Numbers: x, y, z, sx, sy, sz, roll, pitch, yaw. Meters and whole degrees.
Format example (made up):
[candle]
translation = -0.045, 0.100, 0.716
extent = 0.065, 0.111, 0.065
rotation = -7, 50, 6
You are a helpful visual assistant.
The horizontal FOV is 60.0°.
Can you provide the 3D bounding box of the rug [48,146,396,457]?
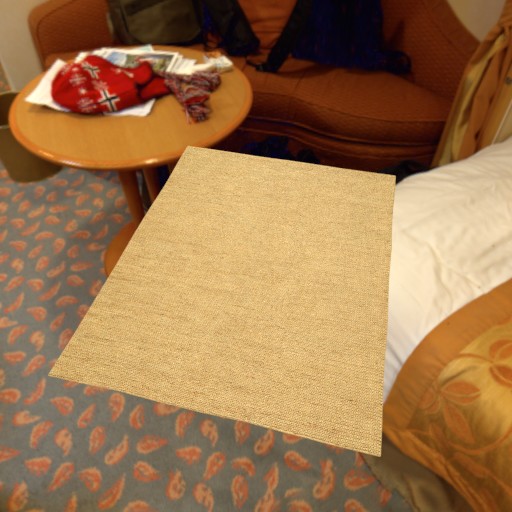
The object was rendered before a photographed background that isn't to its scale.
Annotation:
[rug]
translation = 0.000, 0.000, 4.053
extent = 2.406, 0.012, 3.034
rotation = 10, 48, 9
